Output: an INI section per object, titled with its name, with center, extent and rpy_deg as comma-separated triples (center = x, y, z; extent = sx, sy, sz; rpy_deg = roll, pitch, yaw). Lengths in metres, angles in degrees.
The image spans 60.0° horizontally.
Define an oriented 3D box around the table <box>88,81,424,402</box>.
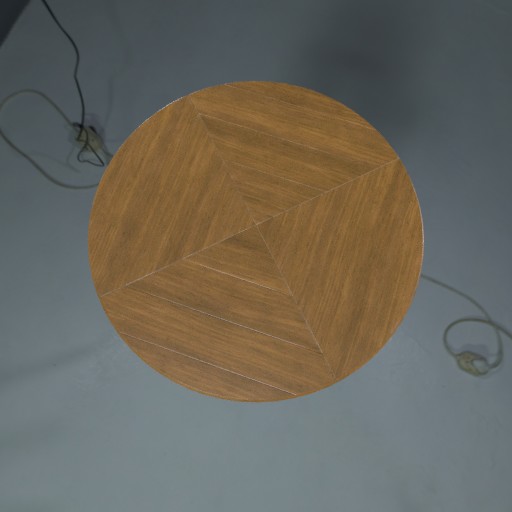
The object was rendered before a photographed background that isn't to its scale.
[table]
center = 0.000, 0.000, 1.749
extent = 1.055, 0.757, 1.055
rpy_deg = 0, 75, 0
